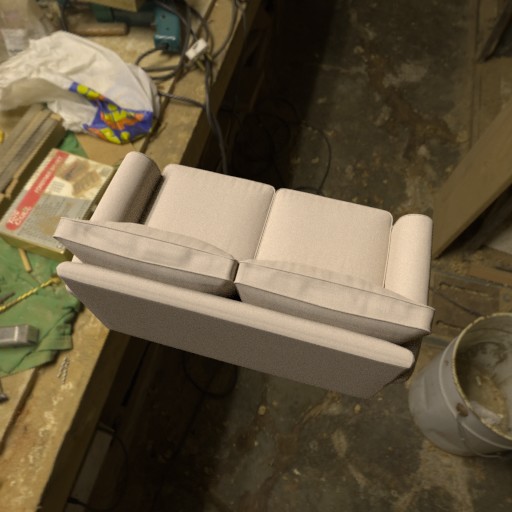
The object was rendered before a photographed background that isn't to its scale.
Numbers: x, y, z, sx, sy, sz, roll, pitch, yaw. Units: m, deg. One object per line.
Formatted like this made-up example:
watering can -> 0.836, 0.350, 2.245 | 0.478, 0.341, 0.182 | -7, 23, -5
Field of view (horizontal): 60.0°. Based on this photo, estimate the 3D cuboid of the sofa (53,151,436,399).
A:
sofa -> 0.000, 0.000, 2.244 | 1.665, 0.937, 0.964 | 14, 64, 7
